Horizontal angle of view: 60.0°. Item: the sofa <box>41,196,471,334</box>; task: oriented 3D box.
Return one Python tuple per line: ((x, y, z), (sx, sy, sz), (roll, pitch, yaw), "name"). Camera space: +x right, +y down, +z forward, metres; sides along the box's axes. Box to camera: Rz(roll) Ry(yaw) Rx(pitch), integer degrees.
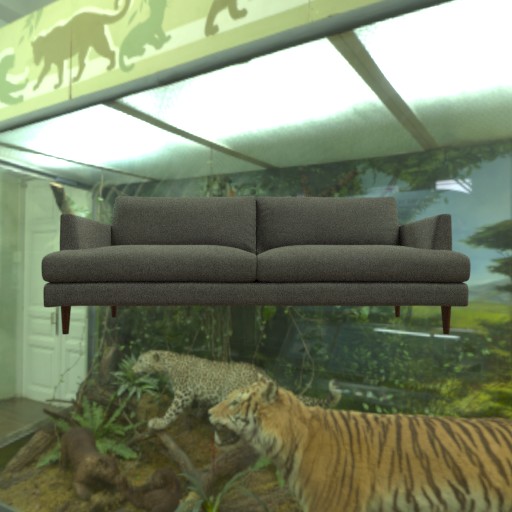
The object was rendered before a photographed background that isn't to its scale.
((0.000, 0.000, 2.813), (2.250, 0.868, 1.020), (0, -2, 0), "sofa")
